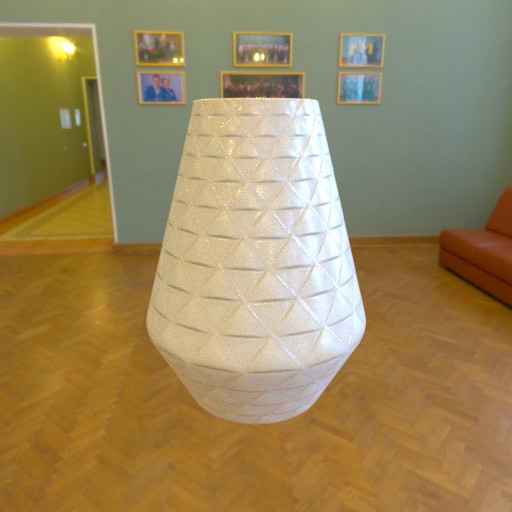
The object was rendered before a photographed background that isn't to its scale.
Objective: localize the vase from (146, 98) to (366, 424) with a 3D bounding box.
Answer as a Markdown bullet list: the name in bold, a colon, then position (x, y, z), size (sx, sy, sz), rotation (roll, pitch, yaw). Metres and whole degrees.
- **vase**: position (0.000, 0.000, 0.348), size (0.175, 0.230, 0.175), rotation (0, 17, 0)
